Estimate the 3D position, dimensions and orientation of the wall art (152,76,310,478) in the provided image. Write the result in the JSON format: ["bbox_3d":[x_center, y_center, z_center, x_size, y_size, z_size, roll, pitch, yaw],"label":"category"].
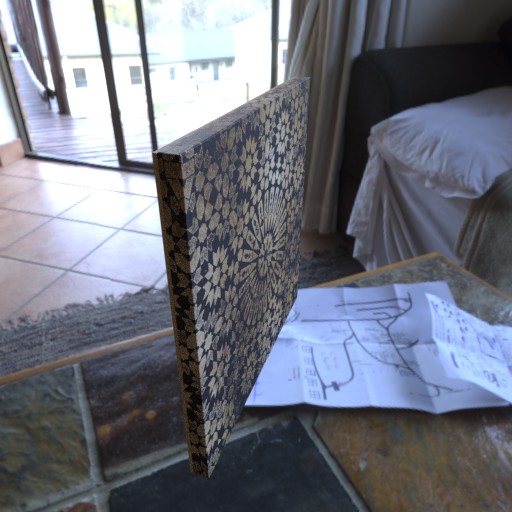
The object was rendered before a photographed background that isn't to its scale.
[{"bbox_3d":[0.000,0.000,0.917,0.038,0.612,0.612,10,32,17],"label":"wall art"}]
